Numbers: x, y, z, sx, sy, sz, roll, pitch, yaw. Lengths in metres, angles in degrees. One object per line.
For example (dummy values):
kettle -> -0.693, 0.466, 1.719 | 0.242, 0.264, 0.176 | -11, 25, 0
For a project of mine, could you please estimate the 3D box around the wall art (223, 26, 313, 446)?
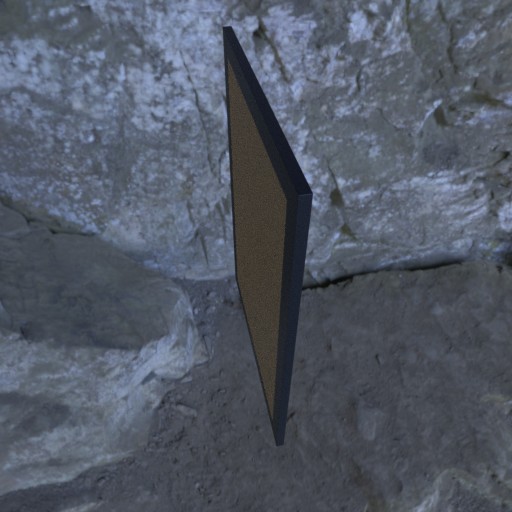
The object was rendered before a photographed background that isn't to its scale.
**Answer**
wall art -> 0.000, 0.000, 0.679 | 0.013, 0.534, 0.381 | -9, 47, -8
